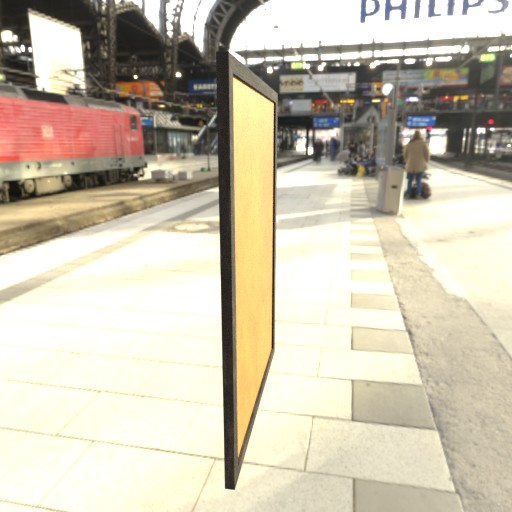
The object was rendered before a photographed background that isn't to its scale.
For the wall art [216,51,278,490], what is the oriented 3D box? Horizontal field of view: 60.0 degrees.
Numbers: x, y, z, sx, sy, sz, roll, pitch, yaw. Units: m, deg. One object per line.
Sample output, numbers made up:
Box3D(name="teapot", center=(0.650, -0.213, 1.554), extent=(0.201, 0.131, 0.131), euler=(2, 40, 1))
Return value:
Box3D(name="wall art", center=(0.000, 0.000, 1.425), extent=(0.029, 1.066, 0.812), euler=(2, 14, 9))
